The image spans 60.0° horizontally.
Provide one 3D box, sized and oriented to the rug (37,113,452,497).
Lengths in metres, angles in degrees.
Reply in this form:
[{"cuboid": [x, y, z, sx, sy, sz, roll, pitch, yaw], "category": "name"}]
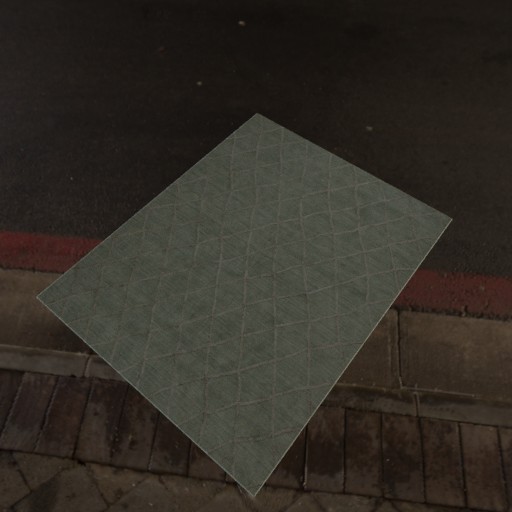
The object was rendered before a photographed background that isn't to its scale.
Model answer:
[{"cuboid": [0.000, 0.000, 4.052, 2.420, 0.019, 3.039, 34, 64, 20], "category": "rug"}]
